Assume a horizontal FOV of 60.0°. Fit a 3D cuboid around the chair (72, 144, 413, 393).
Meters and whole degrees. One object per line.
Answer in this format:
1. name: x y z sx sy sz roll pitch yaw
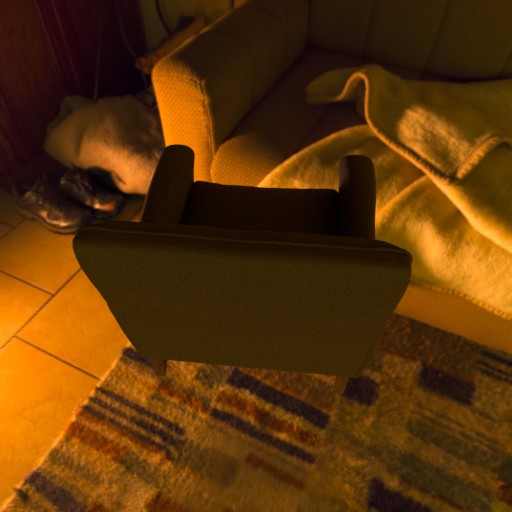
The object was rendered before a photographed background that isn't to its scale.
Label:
1. chair: 0.000 0.000 1.582 0.836 0.911 0.831 4 48 4
